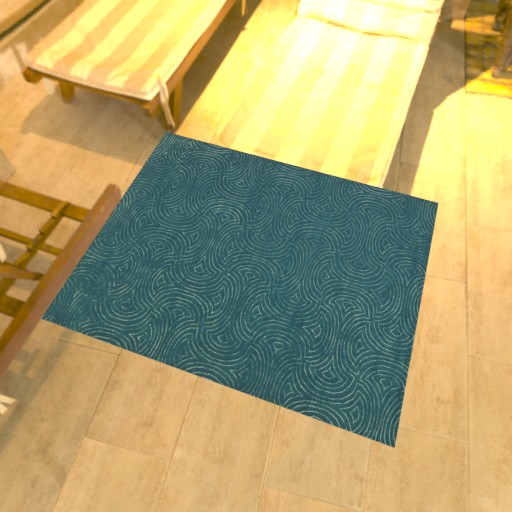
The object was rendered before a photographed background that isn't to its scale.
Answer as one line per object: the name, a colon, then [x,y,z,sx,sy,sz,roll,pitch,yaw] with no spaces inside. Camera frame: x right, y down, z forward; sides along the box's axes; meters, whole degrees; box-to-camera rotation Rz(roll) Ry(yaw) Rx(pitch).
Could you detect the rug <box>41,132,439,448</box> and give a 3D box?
rug: [0.000,0.000,4.125,3.033,0.012,2.432,17,59,10]
